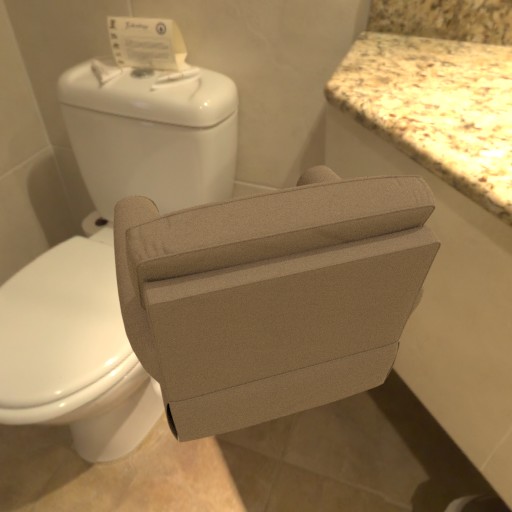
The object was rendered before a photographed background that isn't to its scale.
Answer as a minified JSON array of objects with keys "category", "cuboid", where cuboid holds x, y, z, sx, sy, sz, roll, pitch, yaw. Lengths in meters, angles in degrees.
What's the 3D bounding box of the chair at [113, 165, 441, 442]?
[{"category":"chair","cuboid":[0.000,0.000,1.873,1.135,1.017,0.988,-12,43,-13]}]
